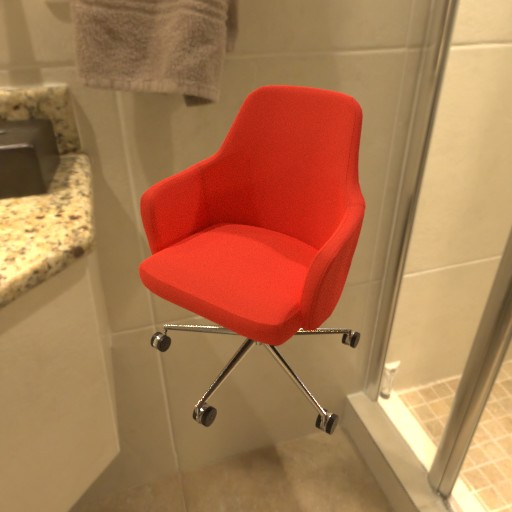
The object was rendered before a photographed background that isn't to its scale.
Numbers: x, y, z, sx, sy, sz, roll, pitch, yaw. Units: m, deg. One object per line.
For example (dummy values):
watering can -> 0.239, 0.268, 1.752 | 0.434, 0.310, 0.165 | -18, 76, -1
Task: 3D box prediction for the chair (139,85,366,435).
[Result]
chair -> 0.000, 0.000, 1.243 | 0.655, 0.820, 0.600 | 20, 36, 29
